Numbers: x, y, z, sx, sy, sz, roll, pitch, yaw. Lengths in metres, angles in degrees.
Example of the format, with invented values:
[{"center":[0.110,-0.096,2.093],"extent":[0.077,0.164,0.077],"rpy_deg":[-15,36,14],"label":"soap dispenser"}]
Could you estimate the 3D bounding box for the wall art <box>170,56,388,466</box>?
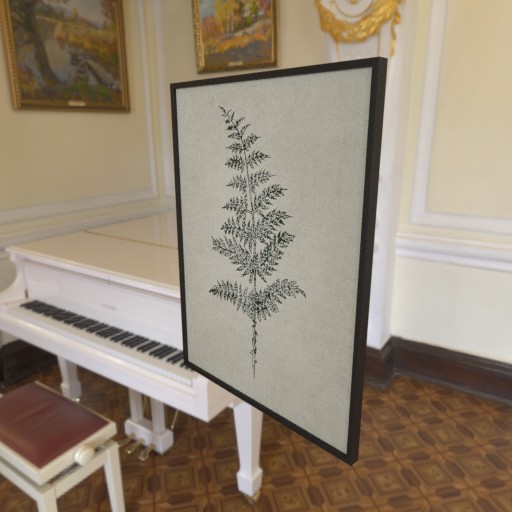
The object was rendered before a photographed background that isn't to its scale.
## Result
[{"center":[0.000,0.000,1.396],"extent":[0.036,1.070,0.802],"rpy_deg":[-15,22,-43],"label":"wall art"}]
